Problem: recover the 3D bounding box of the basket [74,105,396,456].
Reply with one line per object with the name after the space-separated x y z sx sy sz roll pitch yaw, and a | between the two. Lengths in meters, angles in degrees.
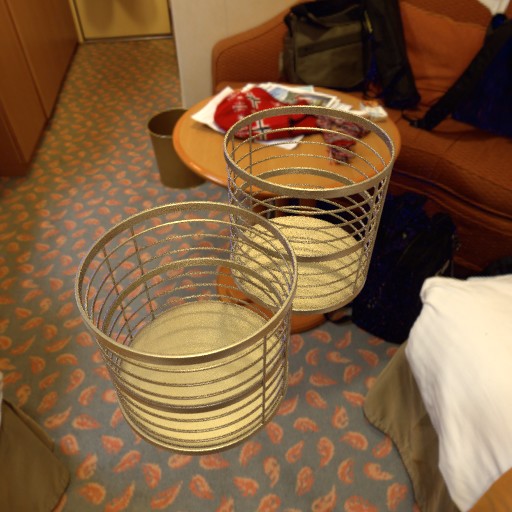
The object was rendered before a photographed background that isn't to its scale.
0.000 0.000 0.926 0.356 0.351 0.746 25 48 24 | basket
